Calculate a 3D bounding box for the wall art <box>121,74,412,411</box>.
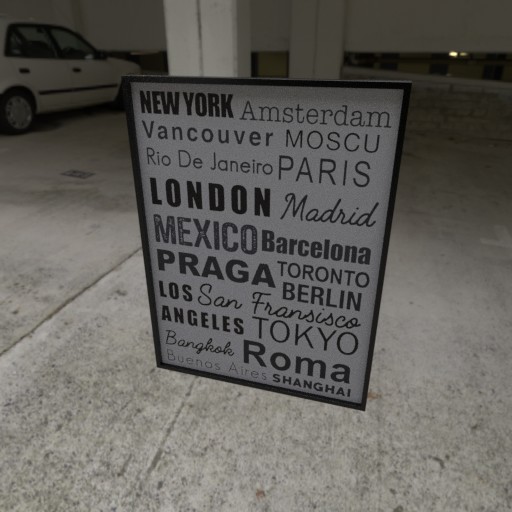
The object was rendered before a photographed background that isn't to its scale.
[{"bbox_3d":[0.000,0.000,1.401,0.788,1.046,0.043,7,27,15],"label":"wall art"}]
